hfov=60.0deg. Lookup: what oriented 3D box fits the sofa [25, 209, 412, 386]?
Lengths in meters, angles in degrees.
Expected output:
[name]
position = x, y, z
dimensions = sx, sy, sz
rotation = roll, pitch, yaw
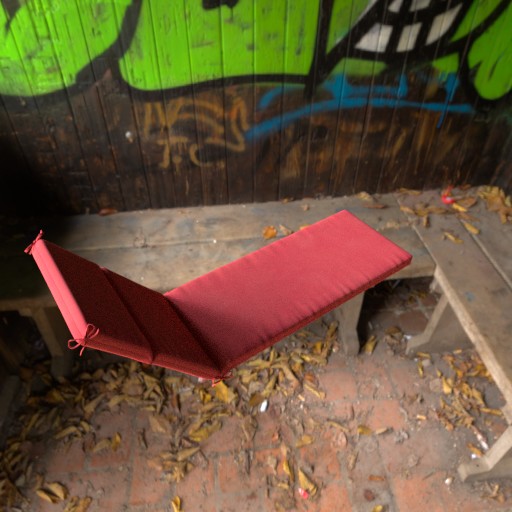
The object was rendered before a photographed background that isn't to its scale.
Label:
[sofa]
position = 0.000, 0.000, 1.954
dimensions = 1.663, 0.622, 0.582
rotation = -25, 48, -25
